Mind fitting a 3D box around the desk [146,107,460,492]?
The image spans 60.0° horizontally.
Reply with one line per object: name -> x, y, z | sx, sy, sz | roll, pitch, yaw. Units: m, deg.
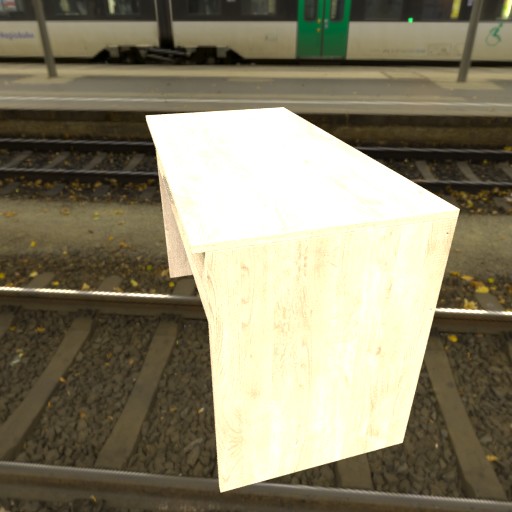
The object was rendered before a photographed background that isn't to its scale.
desk -> 0.000, 0.000, 1.490 | 0.560, 0.730, 1.100 | -8, 30, -14
